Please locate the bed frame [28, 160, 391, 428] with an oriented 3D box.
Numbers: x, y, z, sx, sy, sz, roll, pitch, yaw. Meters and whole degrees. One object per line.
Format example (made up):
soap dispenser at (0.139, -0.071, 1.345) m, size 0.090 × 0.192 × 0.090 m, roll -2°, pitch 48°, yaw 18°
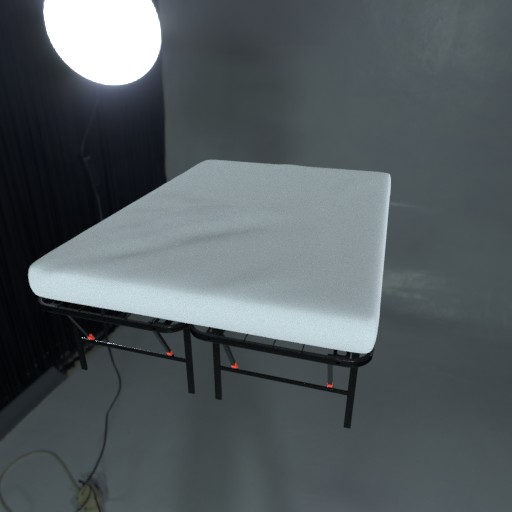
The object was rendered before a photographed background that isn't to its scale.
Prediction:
bed frame at (0.000, 0.000, 2.500) m, size 1.372 × 0.637 × 1.905 m, roll 7°, pitch 27°, yaw 15°
